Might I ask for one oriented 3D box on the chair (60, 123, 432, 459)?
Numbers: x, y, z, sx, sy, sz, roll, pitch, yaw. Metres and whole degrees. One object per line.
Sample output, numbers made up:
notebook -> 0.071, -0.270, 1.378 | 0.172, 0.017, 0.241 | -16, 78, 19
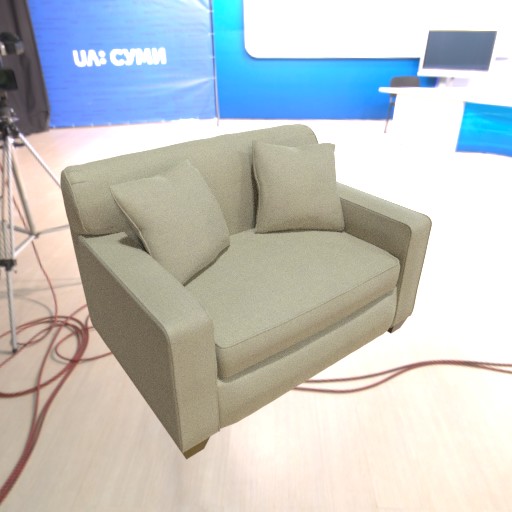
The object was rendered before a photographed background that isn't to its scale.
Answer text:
chair -> 0.000, 0.000, 2.091 | 1.383, 0.948, 1.000 | -21, 35, -32
